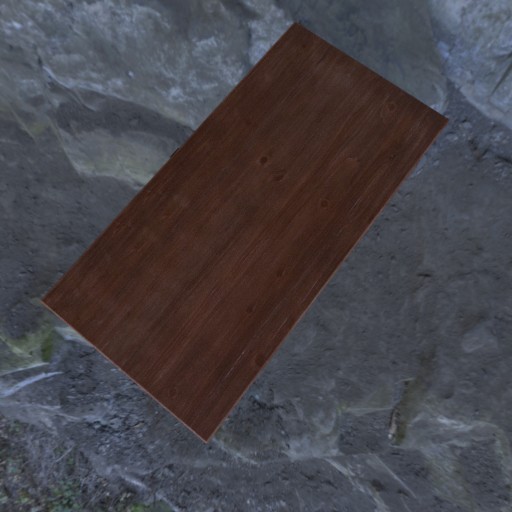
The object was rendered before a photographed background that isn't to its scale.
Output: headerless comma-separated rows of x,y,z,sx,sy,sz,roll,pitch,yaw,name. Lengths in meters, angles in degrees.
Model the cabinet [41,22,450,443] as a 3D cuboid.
0.000,0.000,1.252,0.412,0.785,0.796,37,78,9,cabinet
